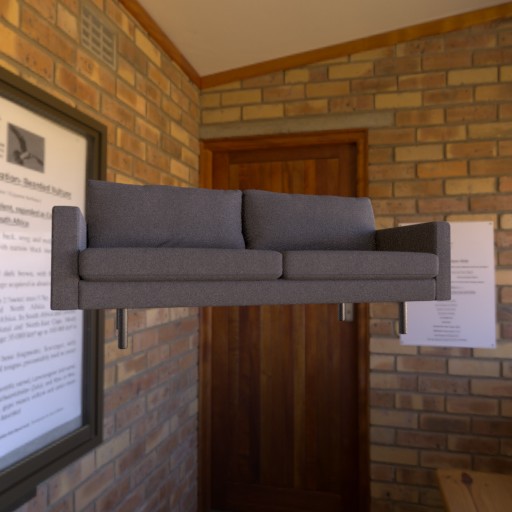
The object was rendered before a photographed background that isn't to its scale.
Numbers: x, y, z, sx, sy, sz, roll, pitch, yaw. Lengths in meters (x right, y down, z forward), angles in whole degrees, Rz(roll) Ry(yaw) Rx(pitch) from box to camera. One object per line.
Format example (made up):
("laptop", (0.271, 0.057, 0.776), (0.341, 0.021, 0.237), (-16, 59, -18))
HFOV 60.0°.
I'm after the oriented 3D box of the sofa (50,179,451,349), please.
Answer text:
("sofa", (0.000, 0.000, 2.590), (2.100, 0.880, 0.880), (1, -2, -18))
